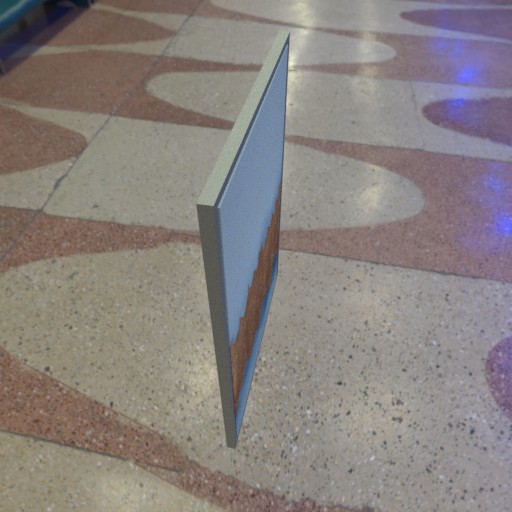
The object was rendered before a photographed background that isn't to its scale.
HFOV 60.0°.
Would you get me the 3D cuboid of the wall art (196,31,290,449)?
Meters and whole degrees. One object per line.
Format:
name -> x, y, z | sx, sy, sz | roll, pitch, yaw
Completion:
wall art -> 0.000, 0.000, 1.368 | 0.034, 1.042, 0.789 | 9, 47, 8
